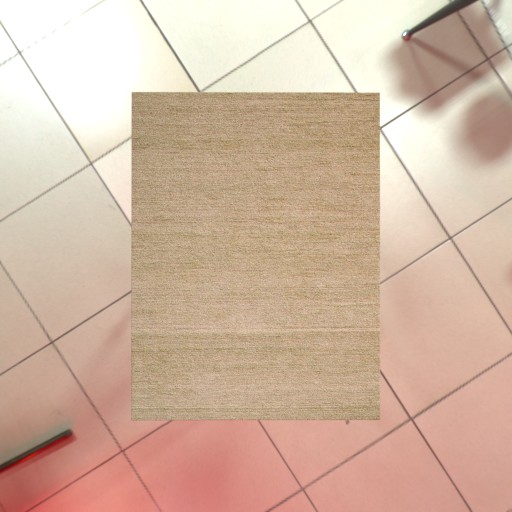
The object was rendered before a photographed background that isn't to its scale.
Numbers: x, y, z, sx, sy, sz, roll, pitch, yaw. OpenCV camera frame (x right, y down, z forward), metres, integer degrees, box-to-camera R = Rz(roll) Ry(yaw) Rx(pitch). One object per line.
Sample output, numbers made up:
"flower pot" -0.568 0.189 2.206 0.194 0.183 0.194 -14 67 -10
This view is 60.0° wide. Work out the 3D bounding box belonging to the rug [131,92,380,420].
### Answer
"rug" 0.000 0.000 4.324 2.425 0.016 3.198 0 90 0
